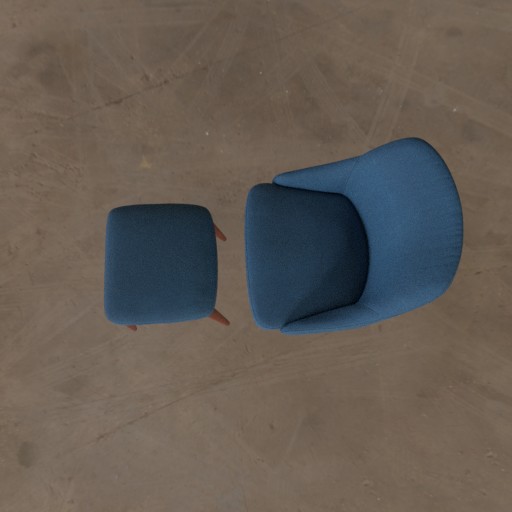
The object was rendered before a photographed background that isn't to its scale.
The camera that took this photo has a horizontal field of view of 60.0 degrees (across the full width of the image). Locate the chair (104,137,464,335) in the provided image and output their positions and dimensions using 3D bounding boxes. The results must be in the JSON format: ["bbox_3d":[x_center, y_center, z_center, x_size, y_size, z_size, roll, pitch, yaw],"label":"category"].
[{"bbox_3d":[0.000,0.000,1.602,1.114,0.866,0.584,-3,76,-1],"label":"chair"}]
